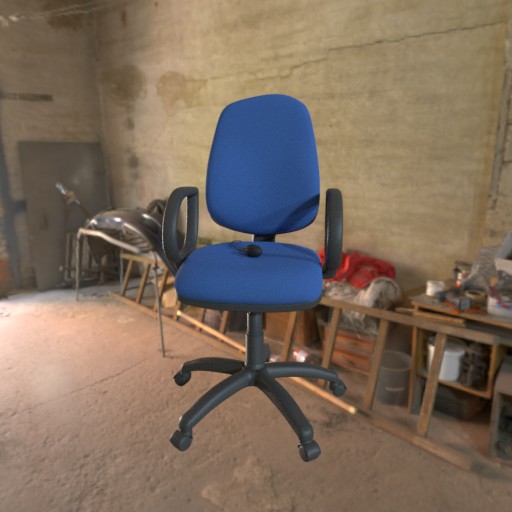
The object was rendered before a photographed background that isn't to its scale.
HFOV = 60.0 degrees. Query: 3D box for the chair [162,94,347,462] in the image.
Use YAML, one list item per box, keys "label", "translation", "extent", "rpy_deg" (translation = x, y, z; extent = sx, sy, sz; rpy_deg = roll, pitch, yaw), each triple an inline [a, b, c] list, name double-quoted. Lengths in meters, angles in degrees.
- label: "chair"
  translation: [0.000, 0.000, 1.244]
  extent: [0.552, 0.905, 0.549]
  rpy_deg: [2, 14, 7]
